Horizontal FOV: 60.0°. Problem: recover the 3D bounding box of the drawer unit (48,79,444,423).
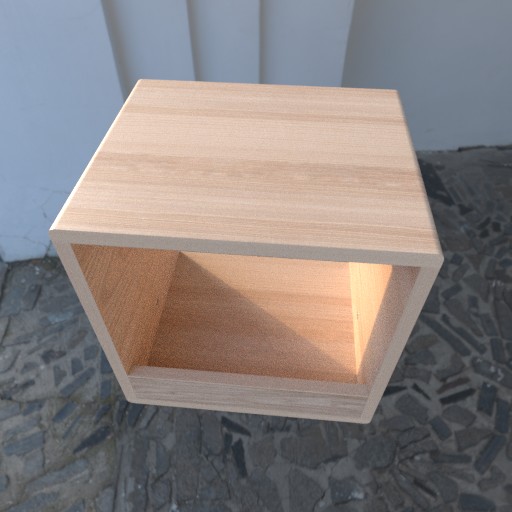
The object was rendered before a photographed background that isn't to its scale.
[{"bbox_3d":[0.000,0.000,0.602,0.344,0.344,0.290,4,47,4],"label":"drawer unit"}]
